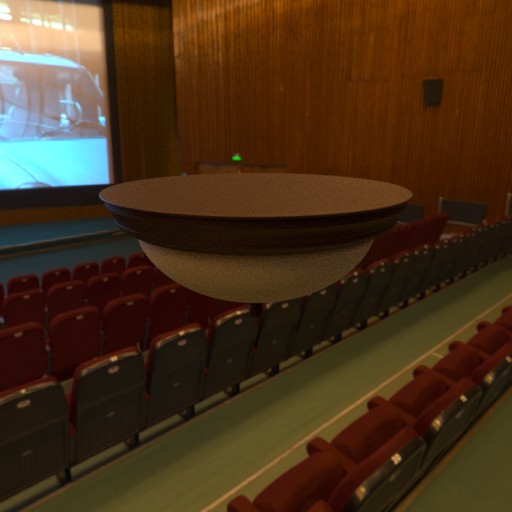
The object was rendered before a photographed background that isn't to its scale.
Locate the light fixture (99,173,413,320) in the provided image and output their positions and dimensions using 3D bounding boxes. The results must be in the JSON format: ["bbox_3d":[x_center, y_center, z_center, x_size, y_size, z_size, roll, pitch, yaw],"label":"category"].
[{"bbox_3d":[0.000,0.000,0.435,0.280,0.135,0.280,0,16,0],"label":"light fixture"}]
